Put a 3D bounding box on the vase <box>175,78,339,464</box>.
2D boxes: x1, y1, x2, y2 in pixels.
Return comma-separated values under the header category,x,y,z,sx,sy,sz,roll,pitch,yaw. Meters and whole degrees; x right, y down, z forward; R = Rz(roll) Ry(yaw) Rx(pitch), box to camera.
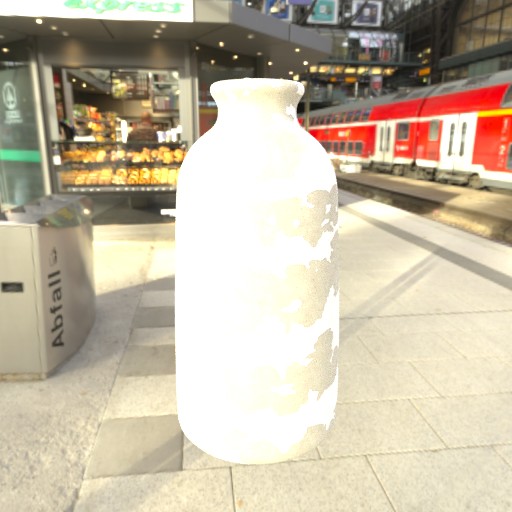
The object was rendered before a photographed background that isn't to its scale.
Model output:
category,x,y,z,sx,sy,sz,roll,pitch,yaw
vase,0.000,0.000,0.488,0.186,0.382,0.203,-2,15,-9
